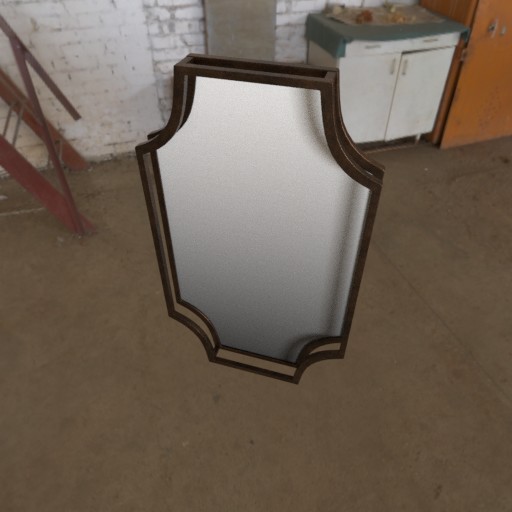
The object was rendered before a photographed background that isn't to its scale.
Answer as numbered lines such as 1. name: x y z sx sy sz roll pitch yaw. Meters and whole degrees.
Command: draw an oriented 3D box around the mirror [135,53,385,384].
1. mirror: 0.000 0.000 0.978 0.462 0.811 0.066 11 43 12
